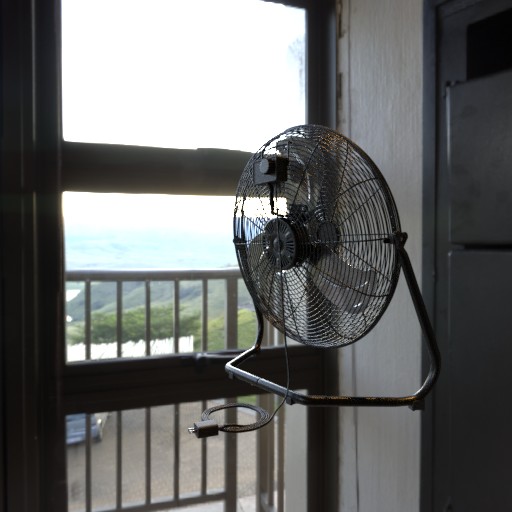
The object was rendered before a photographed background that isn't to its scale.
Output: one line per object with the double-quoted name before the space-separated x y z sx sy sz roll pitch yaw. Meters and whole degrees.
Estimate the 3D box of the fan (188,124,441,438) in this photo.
"fan" 0.000 0.000 0.892 0.424 0.546 0.555 0 1 -35
